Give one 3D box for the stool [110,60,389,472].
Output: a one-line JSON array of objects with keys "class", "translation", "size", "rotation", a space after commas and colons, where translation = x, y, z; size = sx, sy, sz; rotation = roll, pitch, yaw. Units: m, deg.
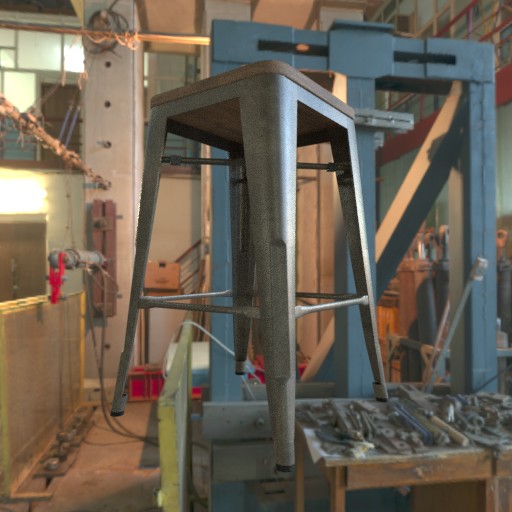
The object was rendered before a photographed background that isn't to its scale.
[{"class": "stool", "translation": [0.000, 0.000, 0.896], "size": [0.407, 0.607, 0.407], "rotation": [-1, -1, 36]}]
